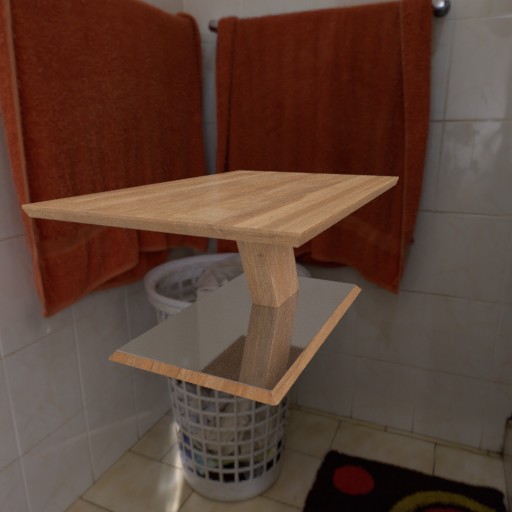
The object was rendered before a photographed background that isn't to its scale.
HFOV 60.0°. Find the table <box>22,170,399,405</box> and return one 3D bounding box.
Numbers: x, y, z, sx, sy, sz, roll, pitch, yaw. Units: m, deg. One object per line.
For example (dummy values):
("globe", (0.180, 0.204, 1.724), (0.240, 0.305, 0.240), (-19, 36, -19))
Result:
("table", (0.000, 0.000, 1.431), (0.692, 0.441, 1.100), (7, 17, 25))
